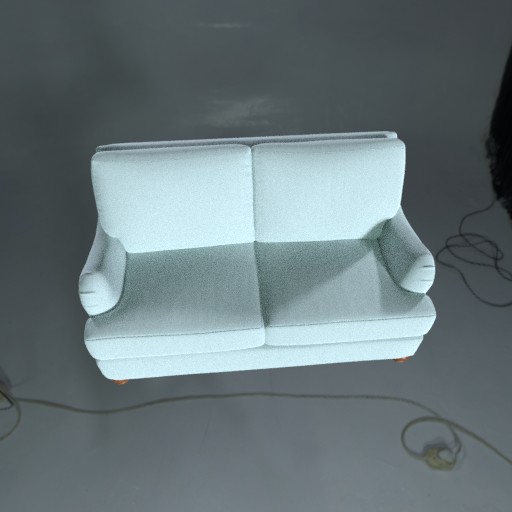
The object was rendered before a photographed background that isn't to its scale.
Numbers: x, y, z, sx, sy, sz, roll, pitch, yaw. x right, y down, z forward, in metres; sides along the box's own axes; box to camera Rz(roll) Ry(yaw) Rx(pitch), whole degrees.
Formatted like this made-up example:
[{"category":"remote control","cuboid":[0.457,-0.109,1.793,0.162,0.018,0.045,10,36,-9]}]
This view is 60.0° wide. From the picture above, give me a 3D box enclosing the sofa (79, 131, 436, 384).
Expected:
[{"category":"sofa","cuboid":[0.000,0.000,2.584,1.853,1.101,1.084,-4,46,-3]}]
